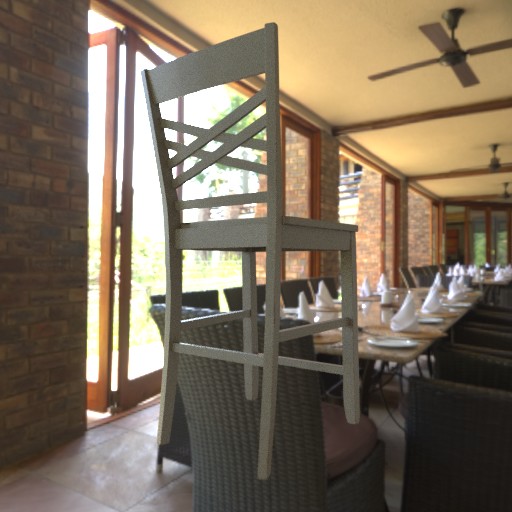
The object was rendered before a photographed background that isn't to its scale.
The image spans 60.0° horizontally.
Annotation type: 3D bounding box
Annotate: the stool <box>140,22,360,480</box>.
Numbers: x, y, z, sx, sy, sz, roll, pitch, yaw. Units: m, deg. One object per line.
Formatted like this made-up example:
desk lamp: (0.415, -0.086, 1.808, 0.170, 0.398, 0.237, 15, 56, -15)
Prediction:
stool: (0.000, 0.000, 1.355, 0.462, 1.079, 0.539, 0, -1, 35)
